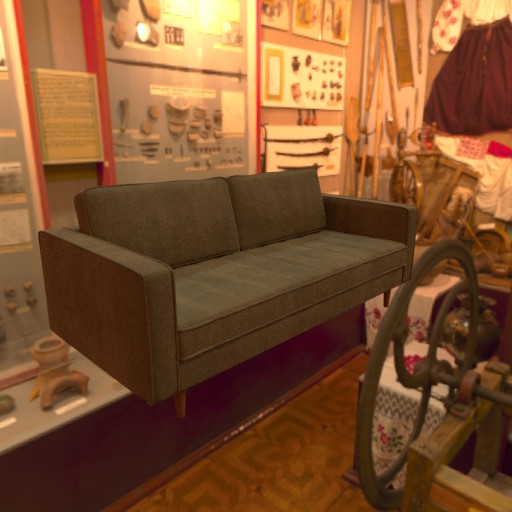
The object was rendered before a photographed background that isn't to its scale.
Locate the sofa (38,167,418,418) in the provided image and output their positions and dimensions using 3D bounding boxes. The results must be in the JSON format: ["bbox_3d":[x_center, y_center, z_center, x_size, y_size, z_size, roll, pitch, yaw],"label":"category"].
[{"bbox_3d":[0.000,0.000,2.377,0.924,0.825,1.920,15,21,43],"label":"sofa"}]
